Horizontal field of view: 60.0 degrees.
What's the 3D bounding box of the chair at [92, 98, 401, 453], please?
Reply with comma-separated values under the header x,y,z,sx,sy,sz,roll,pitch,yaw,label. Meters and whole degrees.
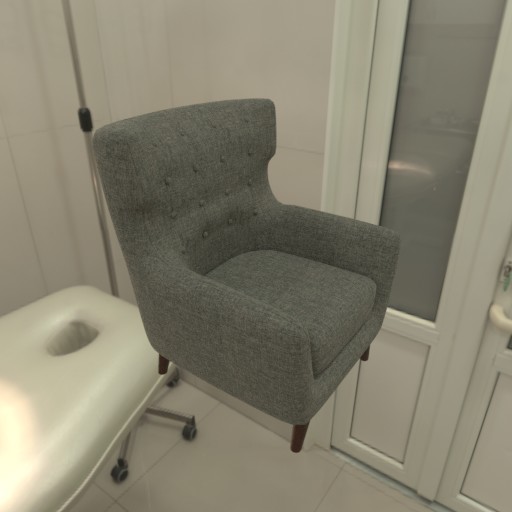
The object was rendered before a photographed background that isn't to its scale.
x,y,z,sx,sy,sz,roll,pitch,yaw,label
0.000,0.000,1.760,0.904,1.063,0.878,18,33,31,chair
